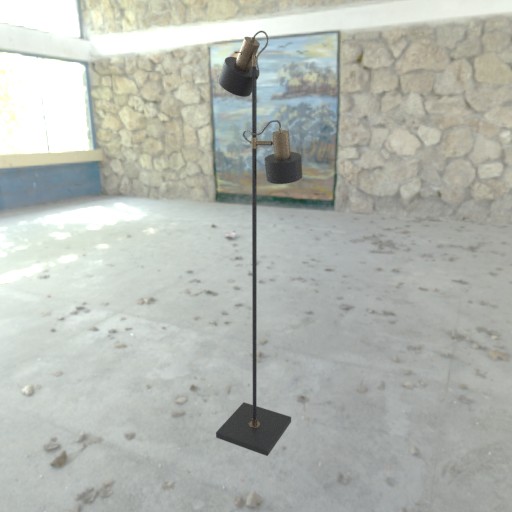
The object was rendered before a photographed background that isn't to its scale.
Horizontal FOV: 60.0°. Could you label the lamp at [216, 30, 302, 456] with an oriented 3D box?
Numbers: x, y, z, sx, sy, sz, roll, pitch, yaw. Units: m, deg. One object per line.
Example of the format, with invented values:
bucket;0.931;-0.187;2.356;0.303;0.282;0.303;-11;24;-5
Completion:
lamp;0.000;0.000;1.633;0.315;1.505;0.233;8;18;26
